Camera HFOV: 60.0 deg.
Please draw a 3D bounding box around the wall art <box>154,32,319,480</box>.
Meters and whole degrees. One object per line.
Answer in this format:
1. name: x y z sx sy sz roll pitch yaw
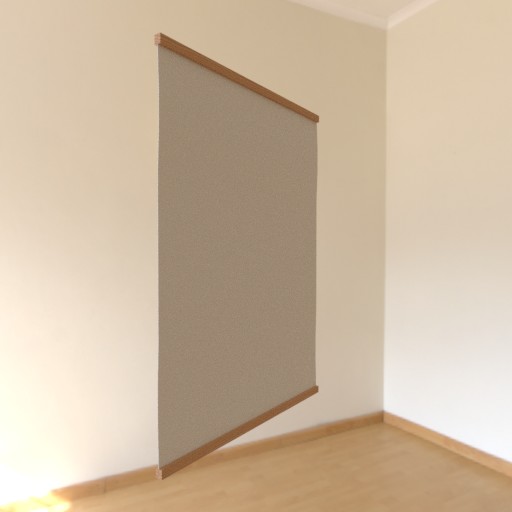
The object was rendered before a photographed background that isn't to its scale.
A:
1. wall art: 0.000 0.000 0.789 0.011 0.605 0.458 1 1 35
